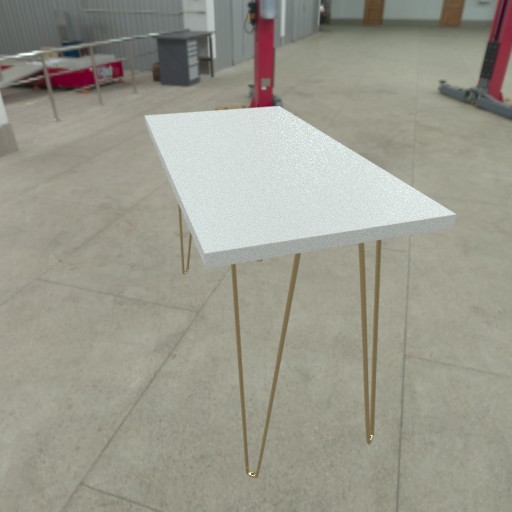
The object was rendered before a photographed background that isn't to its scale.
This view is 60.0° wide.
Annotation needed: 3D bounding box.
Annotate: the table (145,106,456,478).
[{"bbox_3d":[0.000,0.000,1.364,0.498,0.660,0.991,-9,32,-15],"label":"table"}]
